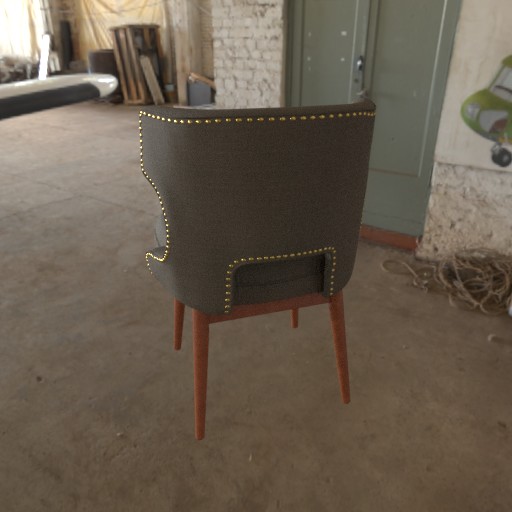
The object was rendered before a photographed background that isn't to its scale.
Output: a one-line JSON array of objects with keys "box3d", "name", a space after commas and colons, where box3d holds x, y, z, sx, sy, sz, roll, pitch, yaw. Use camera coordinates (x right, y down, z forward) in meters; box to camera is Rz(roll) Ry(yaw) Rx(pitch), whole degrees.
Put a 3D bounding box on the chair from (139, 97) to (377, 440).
[{"box3d": [0.000, 0.000, 1.249, 0.595, 0.863, 0.581, -8, 27, -16], "name": "chair"}]
